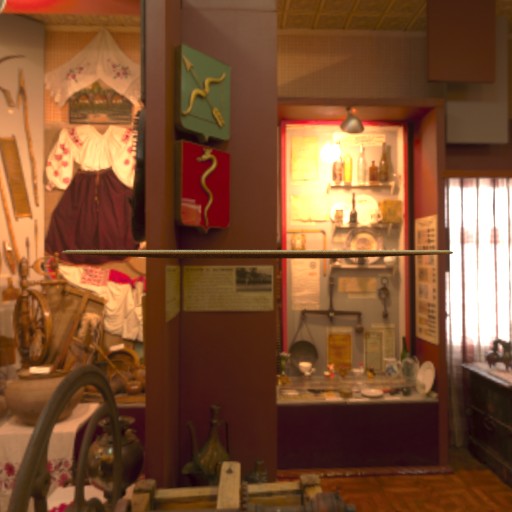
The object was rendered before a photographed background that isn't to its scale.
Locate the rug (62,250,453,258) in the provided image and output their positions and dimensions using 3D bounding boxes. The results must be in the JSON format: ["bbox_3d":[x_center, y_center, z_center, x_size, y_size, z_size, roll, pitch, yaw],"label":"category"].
[{"bbox_3d":[0.000,0.000,3.423,1.819,0.018,2.746,0,-1,-1],"label":"rug"}]
